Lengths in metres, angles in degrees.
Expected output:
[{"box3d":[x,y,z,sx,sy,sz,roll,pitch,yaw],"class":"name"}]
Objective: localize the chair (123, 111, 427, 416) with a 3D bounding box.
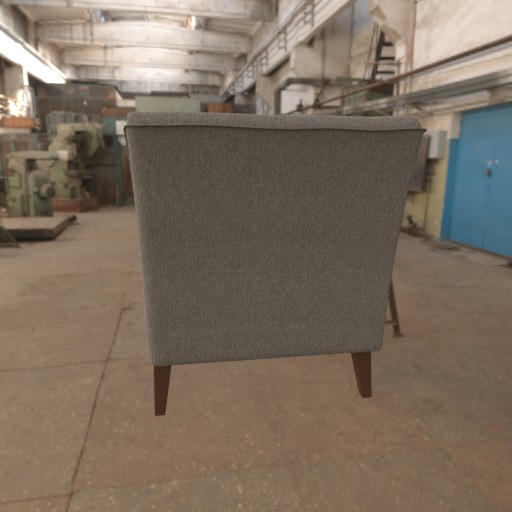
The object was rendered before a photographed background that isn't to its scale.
[{"box3d":[0.000,0.000,1.614,0.780,0.919,0.899,-2,13,-9],"class":"chair"}]
